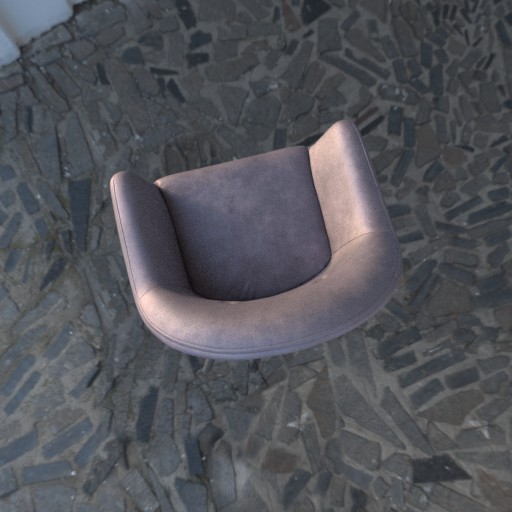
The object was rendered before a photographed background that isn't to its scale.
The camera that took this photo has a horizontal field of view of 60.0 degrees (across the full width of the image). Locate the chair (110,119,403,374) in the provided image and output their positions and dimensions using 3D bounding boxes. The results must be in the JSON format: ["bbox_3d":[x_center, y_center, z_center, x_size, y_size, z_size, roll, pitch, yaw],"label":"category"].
[{"bbox_3d":[0.000,0.000,1.152,0.567,0.781,0.544,-14,75,-4],"label":"chair"}]
